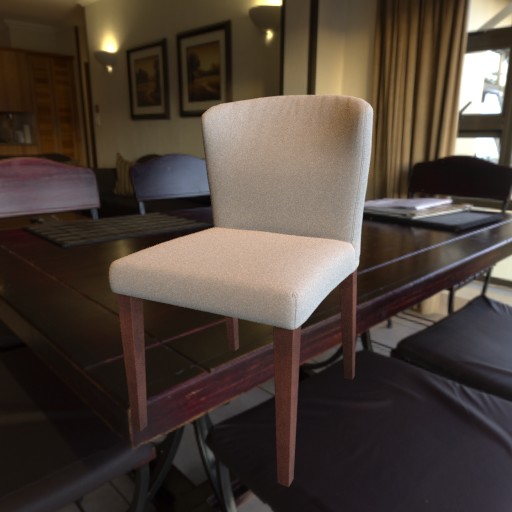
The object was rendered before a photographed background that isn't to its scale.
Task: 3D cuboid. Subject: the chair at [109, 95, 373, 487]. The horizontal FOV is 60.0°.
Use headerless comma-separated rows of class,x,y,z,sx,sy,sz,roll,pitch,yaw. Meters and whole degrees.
chair,0.000,0.000,1.163,0.491,0.839,0.592,7,17,26
